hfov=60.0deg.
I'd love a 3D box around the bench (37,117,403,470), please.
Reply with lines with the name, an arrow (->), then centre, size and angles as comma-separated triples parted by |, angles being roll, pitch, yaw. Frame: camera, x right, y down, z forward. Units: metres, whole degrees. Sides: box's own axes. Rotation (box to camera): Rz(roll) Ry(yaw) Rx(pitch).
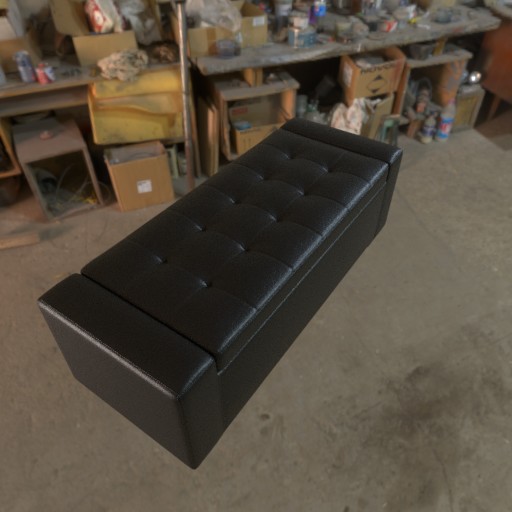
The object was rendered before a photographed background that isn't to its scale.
bench -> 0.000, 0.000, 1.567 | 0.508, 0.445, 1.296 | 25, 48, 25
